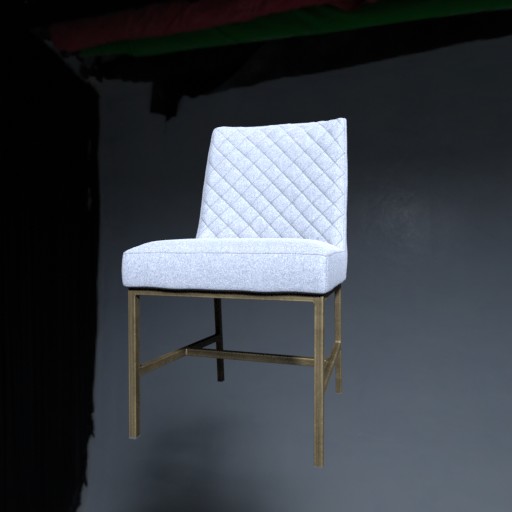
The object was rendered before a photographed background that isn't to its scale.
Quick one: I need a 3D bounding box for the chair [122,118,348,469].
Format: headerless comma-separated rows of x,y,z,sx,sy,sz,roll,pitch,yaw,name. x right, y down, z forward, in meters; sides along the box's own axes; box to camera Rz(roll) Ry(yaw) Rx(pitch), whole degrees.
0.000,0.000,1.262,0.508,0.889,0.587,0,1,18,chair
